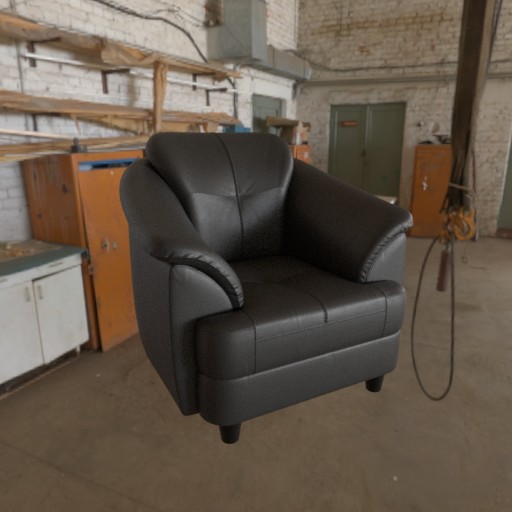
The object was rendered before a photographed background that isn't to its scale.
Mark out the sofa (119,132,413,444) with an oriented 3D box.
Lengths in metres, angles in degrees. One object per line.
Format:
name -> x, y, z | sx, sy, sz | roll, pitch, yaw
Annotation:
sofa -> 0.000, 0.000, 1.500 | 0.870, 0.811, 0.794 | -8, 17, -27
